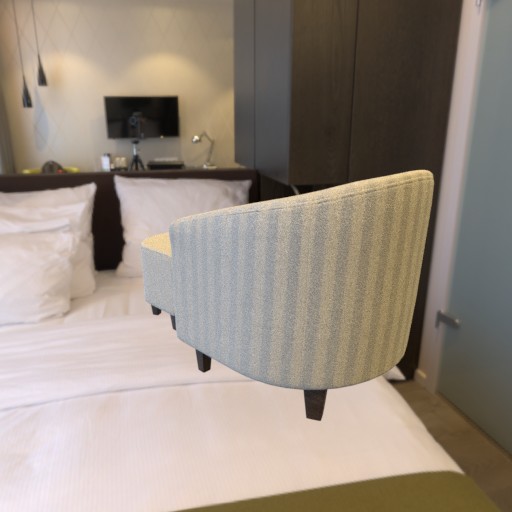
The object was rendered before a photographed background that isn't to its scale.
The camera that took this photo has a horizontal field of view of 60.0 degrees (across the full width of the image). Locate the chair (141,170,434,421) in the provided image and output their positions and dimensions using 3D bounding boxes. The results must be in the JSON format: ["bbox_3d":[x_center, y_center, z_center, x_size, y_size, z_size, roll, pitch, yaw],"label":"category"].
[{"bbox_3d":[0.000,0.000,1.759,0.756,0.757,1.288,-16,23,-43],"label":"chair"}]
